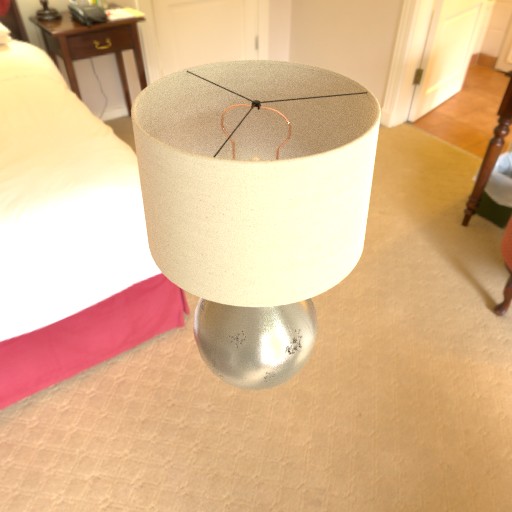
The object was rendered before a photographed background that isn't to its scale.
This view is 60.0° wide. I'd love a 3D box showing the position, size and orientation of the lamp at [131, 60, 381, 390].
[{"bbox_3d":[0.000,0.000,0.728,0.330,0.521,0.330,0,42,0],"label":"lamp"}]
